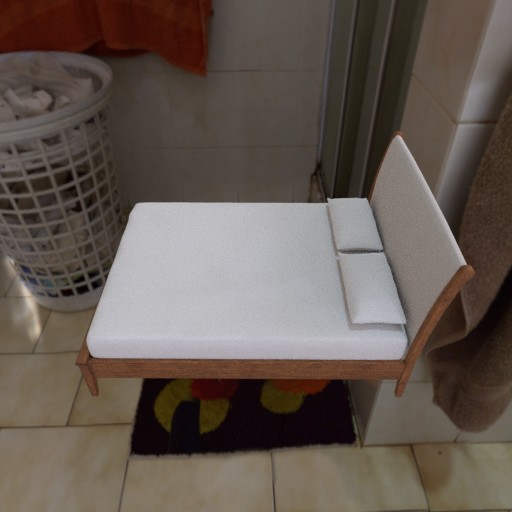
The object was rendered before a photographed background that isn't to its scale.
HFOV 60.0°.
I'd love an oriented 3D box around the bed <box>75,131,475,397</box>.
[{"bbox_3d":[0.000,0.000,3.021,2.108,1.135,1.502,0,42,0],"label":"bed"}]
